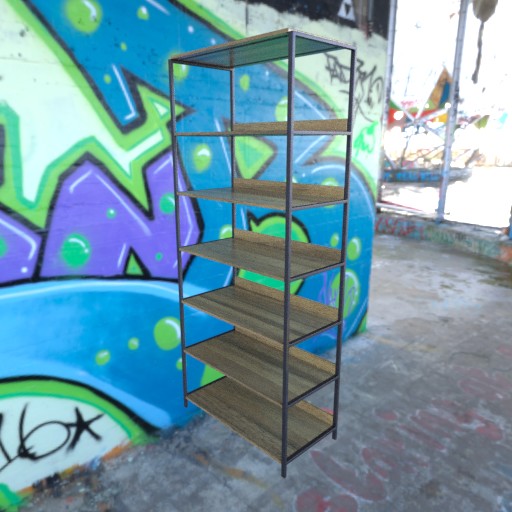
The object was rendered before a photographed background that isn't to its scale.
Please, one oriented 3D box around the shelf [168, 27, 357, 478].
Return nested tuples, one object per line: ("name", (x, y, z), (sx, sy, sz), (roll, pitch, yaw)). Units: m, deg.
("shelf", (0.000, 0.000, 2.357), (0.431, 2.015, 0.847), (-13, 20, -42))
